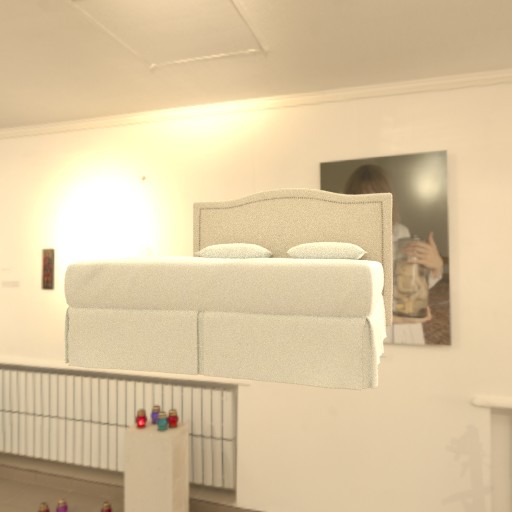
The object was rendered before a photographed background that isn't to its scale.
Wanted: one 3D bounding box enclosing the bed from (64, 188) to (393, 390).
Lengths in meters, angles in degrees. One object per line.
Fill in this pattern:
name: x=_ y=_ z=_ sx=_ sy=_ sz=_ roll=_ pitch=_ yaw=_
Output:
bed: x=0.000 y=0.000 z=3.554 sx=2.083 sy=1.421 sz=2.182 roll=0 pitch=-1 yaw=17
